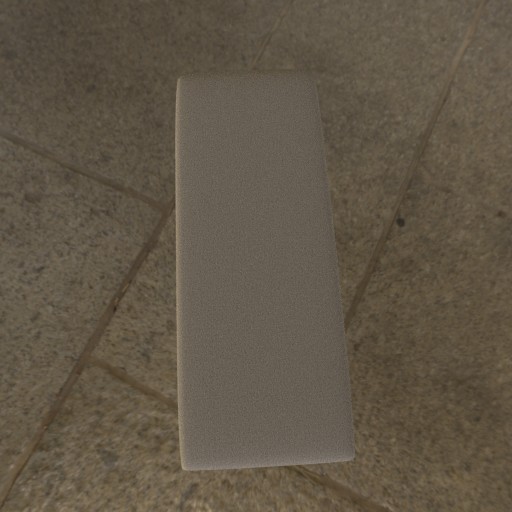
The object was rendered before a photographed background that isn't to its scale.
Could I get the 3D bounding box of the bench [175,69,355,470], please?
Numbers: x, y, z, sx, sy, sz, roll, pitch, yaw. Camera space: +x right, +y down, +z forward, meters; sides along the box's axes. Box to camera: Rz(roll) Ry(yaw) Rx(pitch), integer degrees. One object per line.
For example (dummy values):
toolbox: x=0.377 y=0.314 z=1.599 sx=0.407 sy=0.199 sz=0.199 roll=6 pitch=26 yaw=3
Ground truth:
bench: x=0.000 y=0.000 z=1.902 sx=0.646 sy=0.393 sz=1.609 roll=-3 pitch=74 yaw=-1
